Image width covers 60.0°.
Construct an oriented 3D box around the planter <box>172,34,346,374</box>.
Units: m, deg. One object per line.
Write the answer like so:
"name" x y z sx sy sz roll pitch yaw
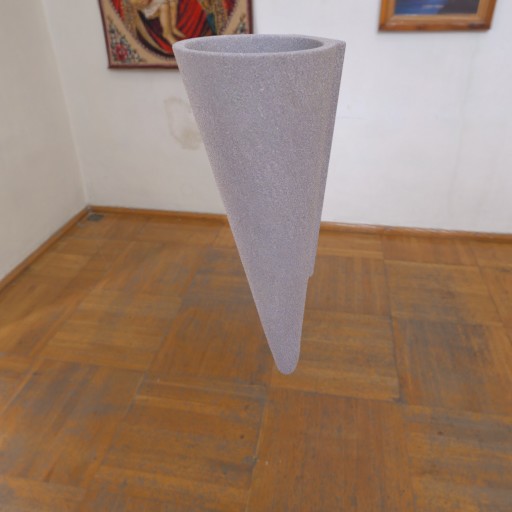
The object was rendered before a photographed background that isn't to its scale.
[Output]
"planter" 0.000 0.000 0.296 0.087 0.259 0.078 -21 38 -29
